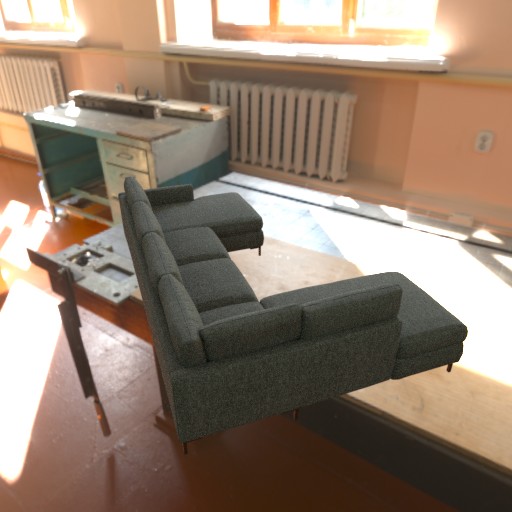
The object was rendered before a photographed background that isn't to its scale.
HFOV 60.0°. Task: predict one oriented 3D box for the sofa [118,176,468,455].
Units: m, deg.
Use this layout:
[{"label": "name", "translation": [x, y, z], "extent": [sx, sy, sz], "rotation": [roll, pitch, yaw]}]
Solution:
[{"label": "sofa", "translation": [0.000, 0.000, 3.602], "extent": [1.879, 0.756, 2.737], "rotation": [-10, 31, -18]}]
